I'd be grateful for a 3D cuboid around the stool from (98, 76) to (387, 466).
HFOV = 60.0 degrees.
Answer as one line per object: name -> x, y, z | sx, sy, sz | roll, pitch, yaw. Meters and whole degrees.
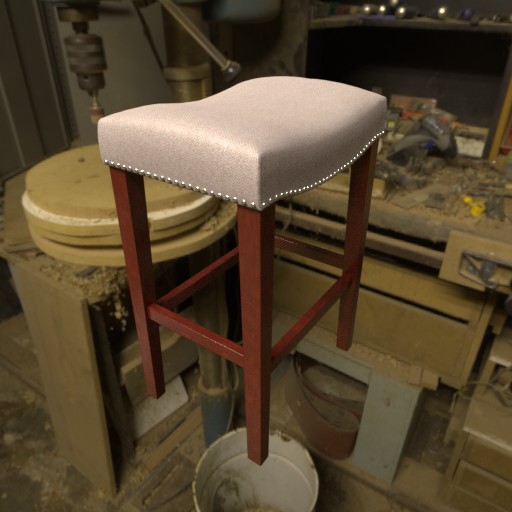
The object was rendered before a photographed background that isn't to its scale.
stool -> 0.000, 0.000, 1.057 | 0.372, 0.742, 0.504 | 20, 36, 30
